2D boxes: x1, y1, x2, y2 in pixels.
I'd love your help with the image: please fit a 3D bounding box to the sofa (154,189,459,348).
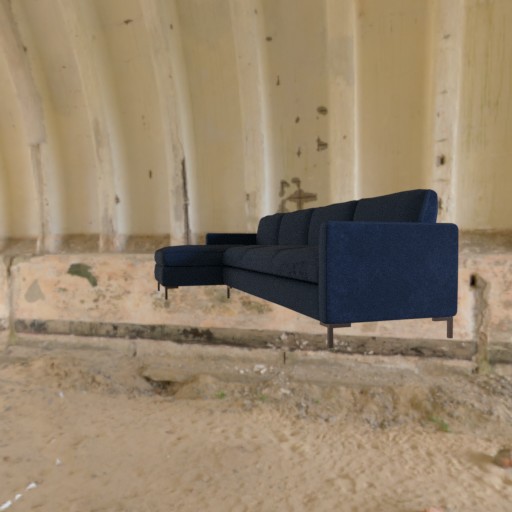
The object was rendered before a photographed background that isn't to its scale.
[{"bbox_3d":[0.000,0.000,2.936,1.128,0.679,2.450,-1,2,-18],"label":"sofa"}]
